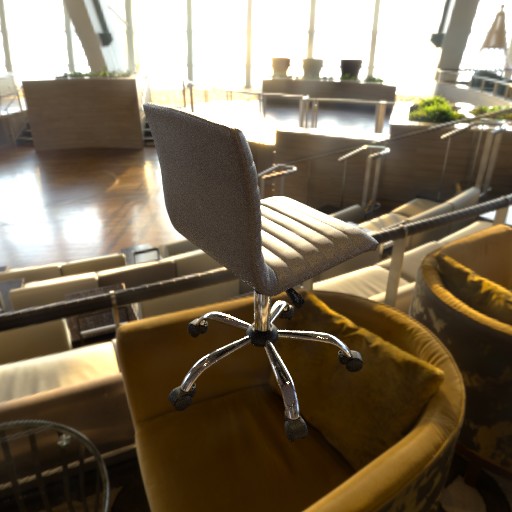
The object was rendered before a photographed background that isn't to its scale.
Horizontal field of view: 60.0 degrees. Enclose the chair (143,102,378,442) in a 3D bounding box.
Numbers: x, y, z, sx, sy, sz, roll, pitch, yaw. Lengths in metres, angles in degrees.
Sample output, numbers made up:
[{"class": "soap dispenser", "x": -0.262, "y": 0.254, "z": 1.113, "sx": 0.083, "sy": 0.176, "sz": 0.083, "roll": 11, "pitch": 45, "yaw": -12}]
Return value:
[{"class": "chair", "x": 0.000, "y": 0.000, "z": 1.135, "sx": 0.542, "sy": 0.750, "sz": 0.569, "roll": -17, "pitch": 31, "yaw": -31}]
